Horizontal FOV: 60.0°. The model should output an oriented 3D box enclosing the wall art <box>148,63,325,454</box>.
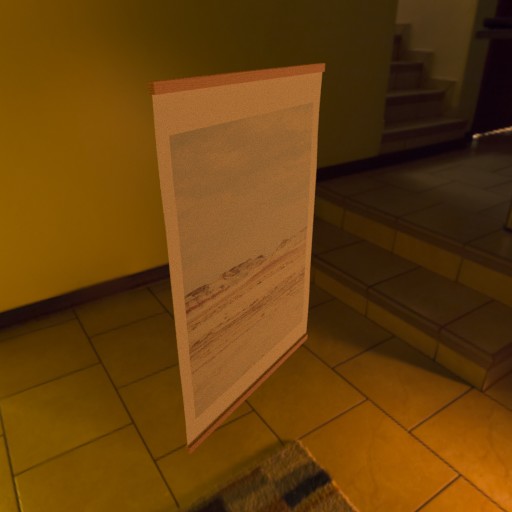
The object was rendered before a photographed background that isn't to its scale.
[{"bbox_3d":[0.000,0.000,1.964,0.025,1.521,1.011,18,32,32],"label":"wall art"}]
